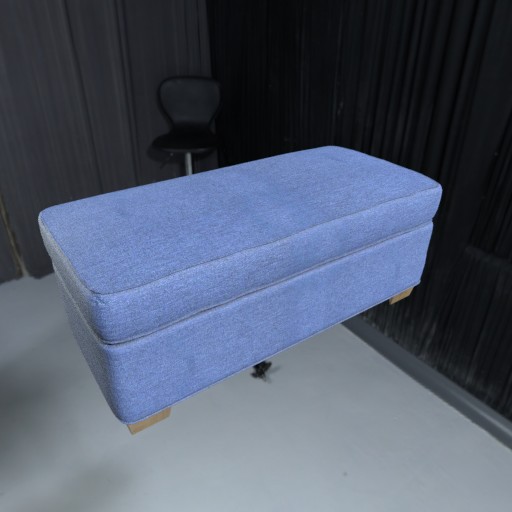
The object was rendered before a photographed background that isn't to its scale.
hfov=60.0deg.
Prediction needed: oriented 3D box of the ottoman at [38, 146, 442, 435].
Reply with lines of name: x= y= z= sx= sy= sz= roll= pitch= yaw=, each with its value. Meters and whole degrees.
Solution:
ottoman: x=0.000 y=0.000 z=1.382 sx=1.110 sy=0.460 sz=0.515 roll=-19 pitch=35 yaw=-29
